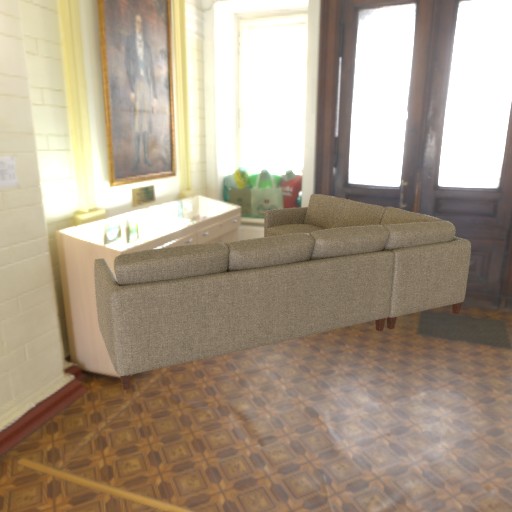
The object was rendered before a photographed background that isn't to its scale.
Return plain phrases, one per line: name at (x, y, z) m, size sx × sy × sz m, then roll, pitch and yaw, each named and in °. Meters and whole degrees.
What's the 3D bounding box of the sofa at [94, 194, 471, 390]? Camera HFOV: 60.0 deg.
sofa at (0.000, 0.000, 4.626) m, size 3.302 × 0.947 × 2.593 m, roll -7°, pitch 16°, yaw -25°
